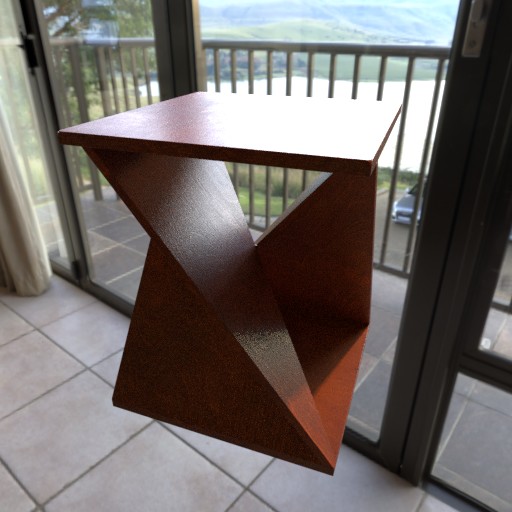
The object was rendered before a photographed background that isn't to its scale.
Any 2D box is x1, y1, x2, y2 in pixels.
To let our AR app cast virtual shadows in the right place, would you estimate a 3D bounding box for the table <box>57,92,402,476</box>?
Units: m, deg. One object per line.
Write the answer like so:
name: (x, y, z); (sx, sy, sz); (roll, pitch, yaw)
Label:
table: (0.000, 0.000, 0.842); (0.427, 0.520, 0.427); (10, 29, 18)
